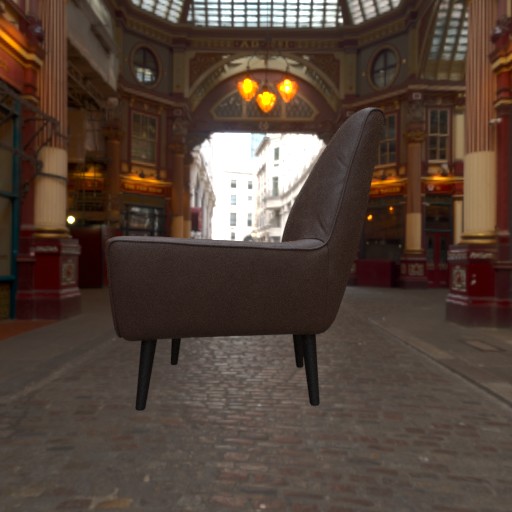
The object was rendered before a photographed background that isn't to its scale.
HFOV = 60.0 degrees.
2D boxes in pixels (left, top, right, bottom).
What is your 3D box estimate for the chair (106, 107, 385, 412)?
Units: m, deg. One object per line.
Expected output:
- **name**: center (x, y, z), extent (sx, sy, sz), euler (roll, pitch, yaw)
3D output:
- **chair**: center (0.000, 0.000, 1.532), extent (0.824, 0.888, 0.787), euler (0, 0, 0)
